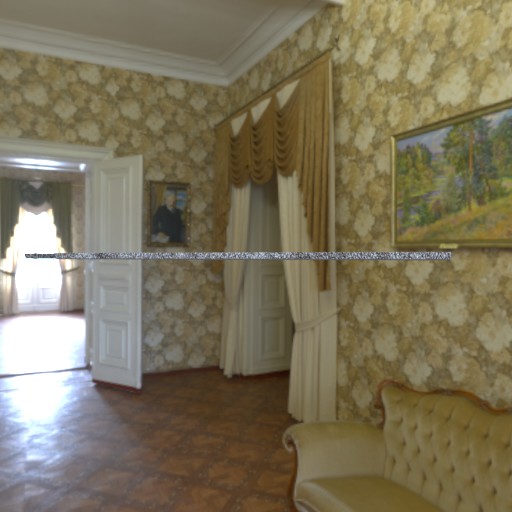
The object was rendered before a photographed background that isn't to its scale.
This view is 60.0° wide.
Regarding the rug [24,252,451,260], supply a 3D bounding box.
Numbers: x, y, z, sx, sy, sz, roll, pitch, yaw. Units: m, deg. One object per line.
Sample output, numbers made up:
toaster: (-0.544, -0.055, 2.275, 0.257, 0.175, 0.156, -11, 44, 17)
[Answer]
rug: (0.000, 0.000, 2.126, 1.601, 0.025, 1.198, 0, 0, 18)
